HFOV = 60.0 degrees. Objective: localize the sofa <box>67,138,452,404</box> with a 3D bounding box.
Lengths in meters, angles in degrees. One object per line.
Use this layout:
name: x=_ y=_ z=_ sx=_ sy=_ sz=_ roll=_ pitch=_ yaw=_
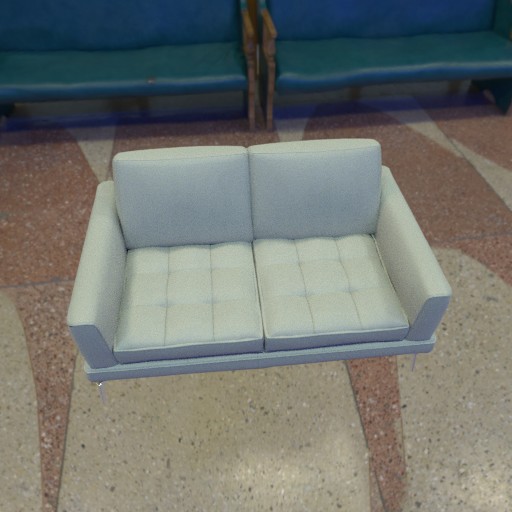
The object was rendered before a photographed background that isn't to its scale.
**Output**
sofa: x=0.000 y=0.000 z=2.458 sx=1.819 sy=0.930 sz=1.121 roll=-4 pitch=46 yaw=-4
